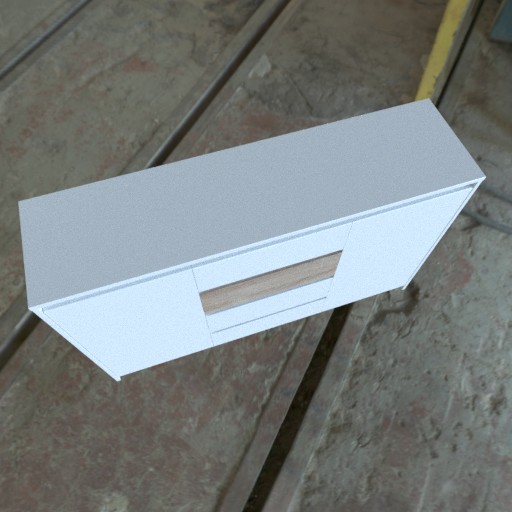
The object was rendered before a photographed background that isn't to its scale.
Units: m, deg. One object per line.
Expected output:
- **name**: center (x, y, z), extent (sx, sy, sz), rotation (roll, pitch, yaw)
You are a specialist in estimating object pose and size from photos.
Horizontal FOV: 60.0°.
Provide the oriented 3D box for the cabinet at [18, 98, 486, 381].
- **cabinet**: center (0.000, 0.000, 1.812), extent (1.450, 0.900, 0.380), rotation (-16, 63, -9)
